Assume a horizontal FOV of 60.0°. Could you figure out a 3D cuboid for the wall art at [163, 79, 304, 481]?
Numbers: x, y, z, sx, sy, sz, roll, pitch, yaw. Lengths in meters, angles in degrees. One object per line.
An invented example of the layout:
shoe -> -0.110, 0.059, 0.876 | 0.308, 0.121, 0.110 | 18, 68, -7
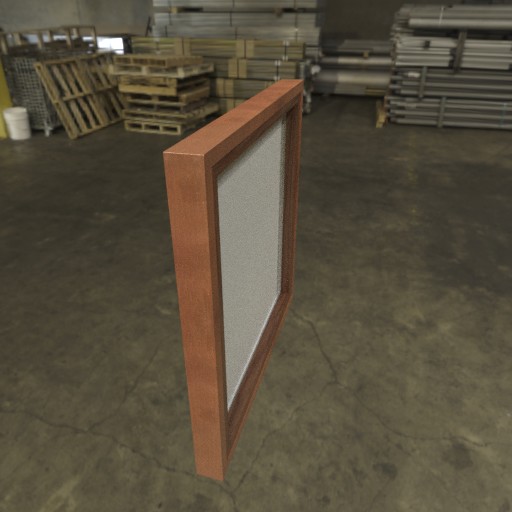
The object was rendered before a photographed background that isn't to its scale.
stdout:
wall art -> 0.000, 0.000, 0.610 | 0.035, 0.403, 0.403 | 8, 31, 14
